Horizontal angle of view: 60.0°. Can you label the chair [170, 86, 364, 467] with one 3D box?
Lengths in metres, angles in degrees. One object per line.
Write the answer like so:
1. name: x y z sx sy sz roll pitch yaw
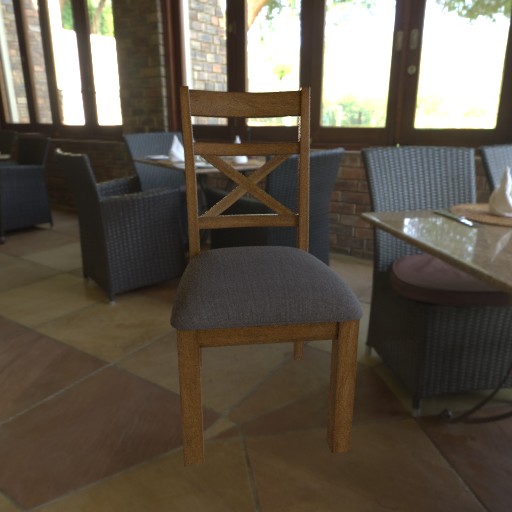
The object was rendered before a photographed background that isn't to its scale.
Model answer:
1. chair: 0.000 0.000 1.281 0.470 0.949 0.581 -2 17 -7
